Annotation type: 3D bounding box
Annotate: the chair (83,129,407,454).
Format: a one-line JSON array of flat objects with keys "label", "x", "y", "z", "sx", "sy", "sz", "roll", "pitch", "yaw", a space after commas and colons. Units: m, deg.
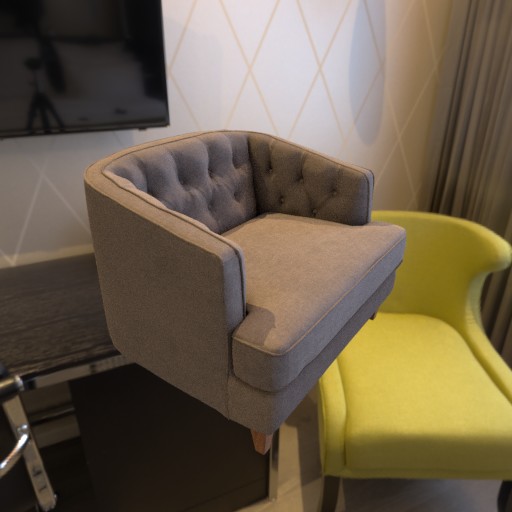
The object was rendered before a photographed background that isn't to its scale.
[{"label": "chair", "x": 0.000, "y": 0.000, "z": 1.807, "sx": 0.941, "sy": 0.852, "sz": 1.104, "roll": 17, "pitch": 31, "yaw": 31}]
